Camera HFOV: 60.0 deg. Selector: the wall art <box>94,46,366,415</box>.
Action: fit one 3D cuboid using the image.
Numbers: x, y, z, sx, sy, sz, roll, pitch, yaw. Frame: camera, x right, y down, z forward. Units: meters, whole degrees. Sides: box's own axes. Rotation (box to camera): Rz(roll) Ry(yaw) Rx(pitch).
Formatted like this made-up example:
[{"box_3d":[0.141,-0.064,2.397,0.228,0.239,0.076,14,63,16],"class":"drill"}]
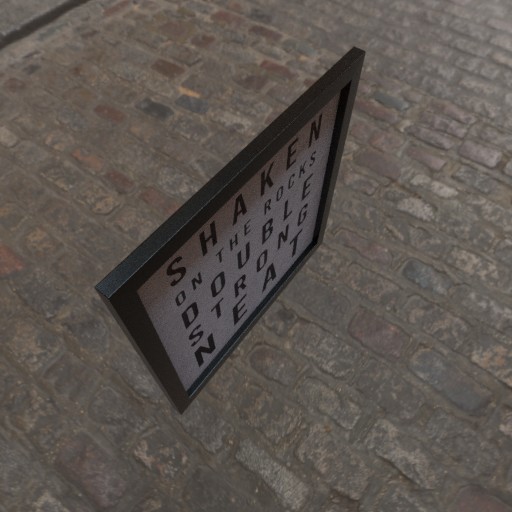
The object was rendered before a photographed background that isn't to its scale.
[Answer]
[{"box_3d":[0.000,0.000,0.524,0.014,0.349,0.349,33,64,19],"class":"wall art"}]
